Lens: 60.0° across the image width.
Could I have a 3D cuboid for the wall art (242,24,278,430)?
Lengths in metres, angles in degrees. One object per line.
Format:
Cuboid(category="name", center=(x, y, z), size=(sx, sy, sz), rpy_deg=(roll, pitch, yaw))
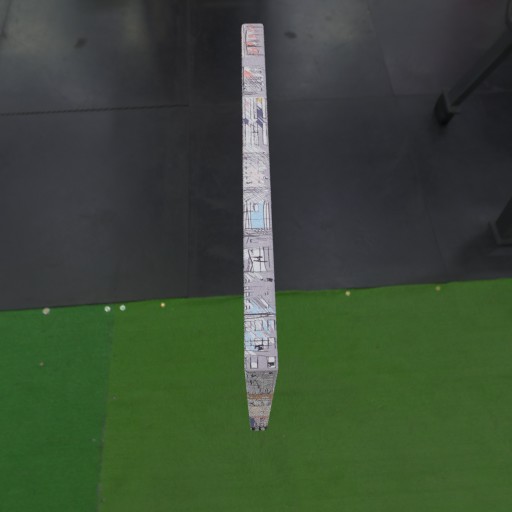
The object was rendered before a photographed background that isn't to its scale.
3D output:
Cuboid(category="wall art", center=(0.000, 0.000, 1.138), size=(0.048, 0.762, 0.761), rpy_deg=(-1, 63, -1))
